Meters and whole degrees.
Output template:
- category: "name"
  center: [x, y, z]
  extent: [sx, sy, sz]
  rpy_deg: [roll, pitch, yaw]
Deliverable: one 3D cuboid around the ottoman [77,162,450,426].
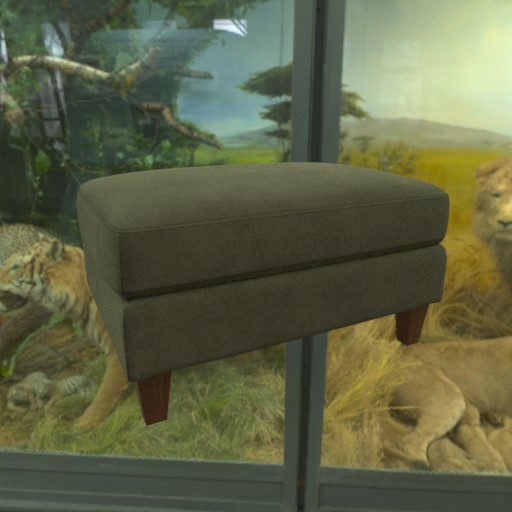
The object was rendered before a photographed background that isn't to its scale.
- category: "ottoman"
  center: [0.000, 0.000, 1.226]
  extent: [0.864, 0.483, 0.584]
  rpy_deg: [-9, 20, -26]
